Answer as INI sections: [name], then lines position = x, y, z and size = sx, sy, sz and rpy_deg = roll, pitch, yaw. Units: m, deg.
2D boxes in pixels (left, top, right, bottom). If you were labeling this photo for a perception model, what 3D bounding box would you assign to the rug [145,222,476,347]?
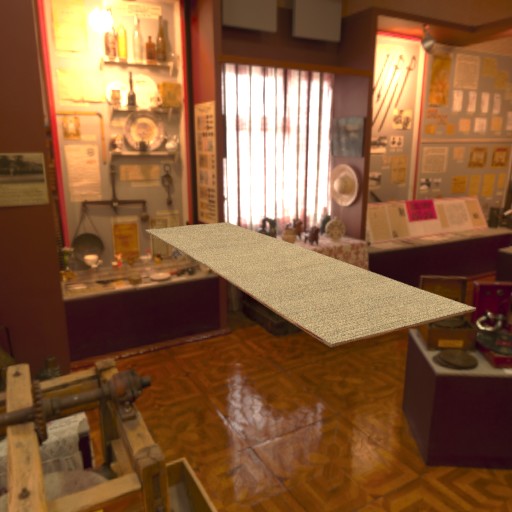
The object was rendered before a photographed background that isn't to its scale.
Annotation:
[rug]
position = 0.000, 0.000, 2.534
size = 0.692, 0.032, 2.320
rpy_deg = -7, 15, -27
